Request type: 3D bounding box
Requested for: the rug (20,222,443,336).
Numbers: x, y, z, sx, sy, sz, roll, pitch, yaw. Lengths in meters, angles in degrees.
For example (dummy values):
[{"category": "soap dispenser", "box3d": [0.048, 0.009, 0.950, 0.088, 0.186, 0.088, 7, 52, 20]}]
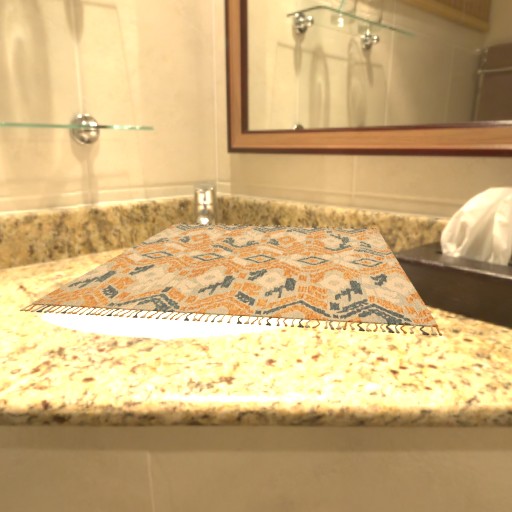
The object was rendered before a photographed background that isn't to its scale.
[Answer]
[{"category": "rug", "box3d": [0.000, 0.000, 3.950, 2.439, 0.010, 3.048, 2, 15, 8]}]
